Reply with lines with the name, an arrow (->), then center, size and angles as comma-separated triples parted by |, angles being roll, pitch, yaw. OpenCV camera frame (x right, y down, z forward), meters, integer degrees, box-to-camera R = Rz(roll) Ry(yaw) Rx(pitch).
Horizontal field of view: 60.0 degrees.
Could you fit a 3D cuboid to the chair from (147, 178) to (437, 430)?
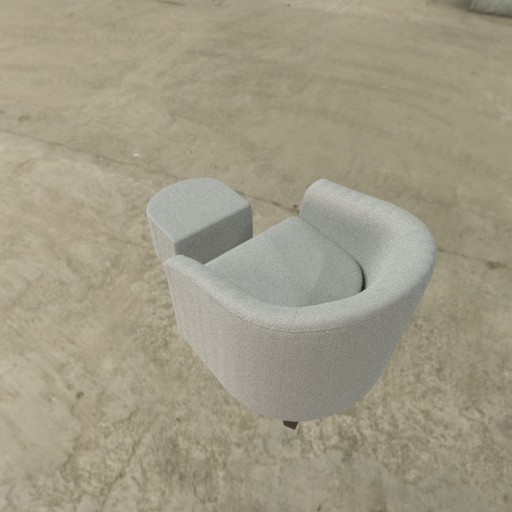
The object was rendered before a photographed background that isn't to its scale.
chair -> 0.000, 0.000, 1.759 | 0.756, 0.757, 1.288 | -30, 53, -26
